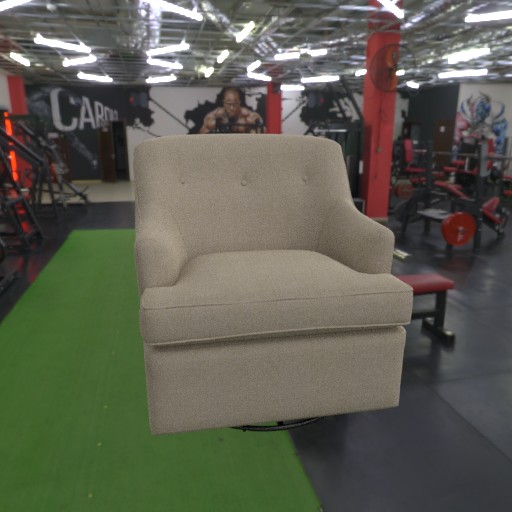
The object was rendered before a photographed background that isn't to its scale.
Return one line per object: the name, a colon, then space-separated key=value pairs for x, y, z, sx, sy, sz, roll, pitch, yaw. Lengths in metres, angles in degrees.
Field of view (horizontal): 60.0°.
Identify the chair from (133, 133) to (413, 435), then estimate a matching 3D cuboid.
chair: x=0.000 y=0.000 z=1.616 sx=0.864 sy=0.856 sz=0.923 roll=-3 pitch=16 yaw=-10
